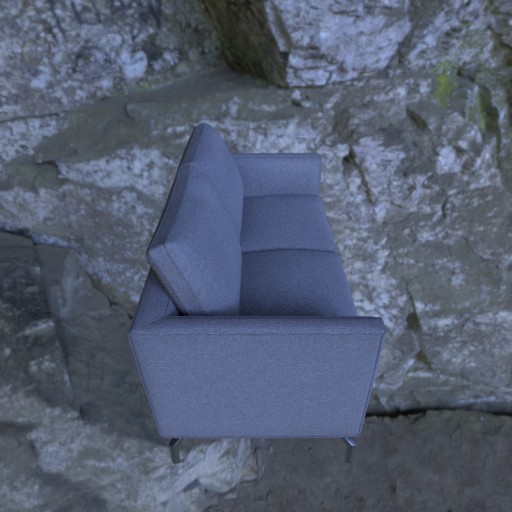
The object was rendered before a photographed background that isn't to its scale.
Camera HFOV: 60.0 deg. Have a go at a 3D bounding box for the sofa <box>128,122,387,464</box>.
[{"bbox_3d":[0.000,0.000,2.119,0.803,0.924,1.594,0,32,0],"label":"sofa"}]
